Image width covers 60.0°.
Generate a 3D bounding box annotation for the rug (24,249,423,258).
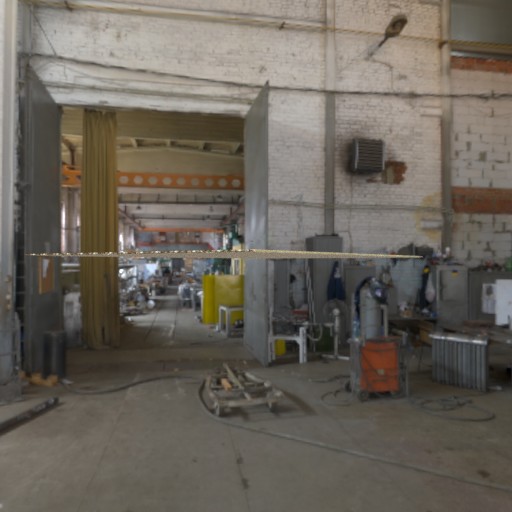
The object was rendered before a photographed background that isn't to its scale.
[{"bbox_3d":[0.000,0.000,2.326,1.247,0.008,1.802,-1,-1,36],"label":"rug"}]
